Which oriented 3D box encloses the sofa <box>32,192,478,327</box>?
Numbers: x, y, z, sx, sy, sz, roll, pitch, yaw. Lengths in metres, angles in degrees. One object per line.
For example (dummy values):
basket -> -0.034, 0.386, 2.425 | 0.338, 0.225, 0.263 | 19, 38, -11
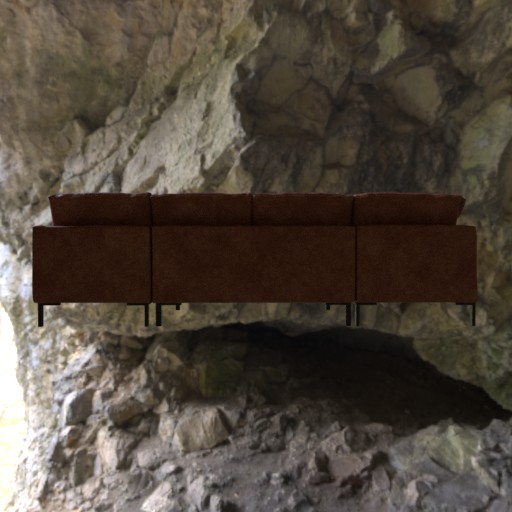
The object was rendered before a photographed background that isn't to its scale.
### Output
sofa -> 0.000, 0.000, 3.848 | 2.956, 0.900, 1.939 | 0, 1, -1
